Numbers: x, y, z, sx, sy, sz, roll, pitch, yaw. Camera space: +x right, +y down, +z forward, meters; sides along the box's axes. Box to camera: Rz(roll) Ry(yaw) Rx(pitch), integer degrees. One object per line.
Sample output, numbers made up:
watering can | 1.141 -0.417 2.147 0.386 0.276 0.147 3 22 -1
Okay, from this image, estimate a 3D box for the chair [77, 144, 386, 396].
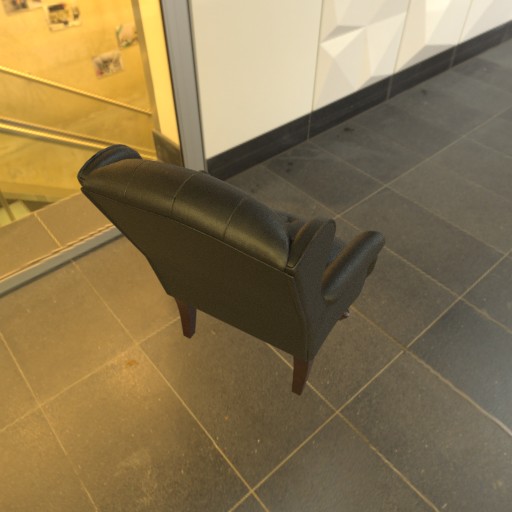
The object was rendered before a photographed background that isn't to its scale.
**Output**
chair | 0.000 0.000 1.677 0.831 1.133 0.822 22 50 20
